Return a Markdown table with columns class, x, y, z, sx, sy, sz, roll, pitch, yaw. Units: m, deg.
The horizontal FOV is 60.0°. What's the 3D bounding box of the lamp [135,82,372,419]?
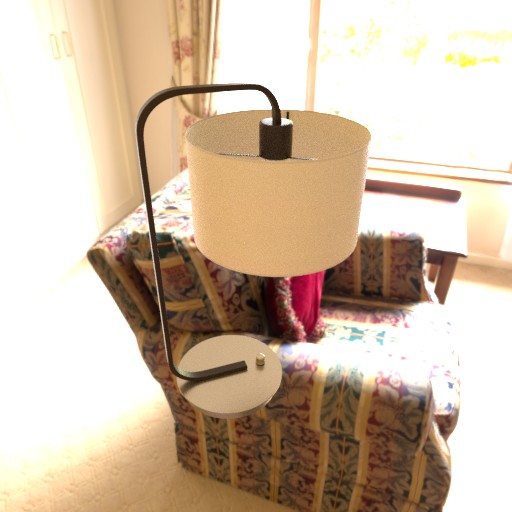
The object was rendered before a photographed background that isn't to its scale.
| class | x | y | z | sx | sy | sz | roll | pitch | yaw |
| --- | --- | --- | --- | --- | --- | --- | --- | --- | --- |
| lamp | 0.000 | 0.000 | 0.639 | 0.288 | 0.473 | 0.230 | -10 | 33 | -17 |
